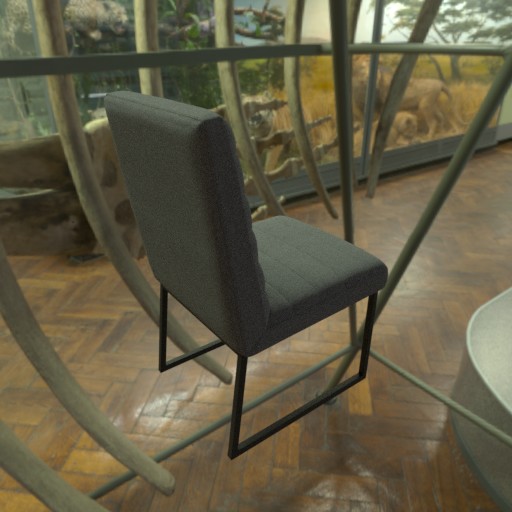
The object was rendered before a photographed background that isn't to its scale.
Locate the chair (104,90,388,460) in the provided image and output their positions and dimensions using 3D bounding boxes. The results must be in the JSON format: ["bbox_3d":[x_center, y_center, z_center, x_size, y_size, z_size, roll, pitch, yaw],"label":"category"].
[{"bbox_3d":[0.000,0.000,1.323,0.634,0.930,0.520,-18,32,-32],"label":"chair"}]
